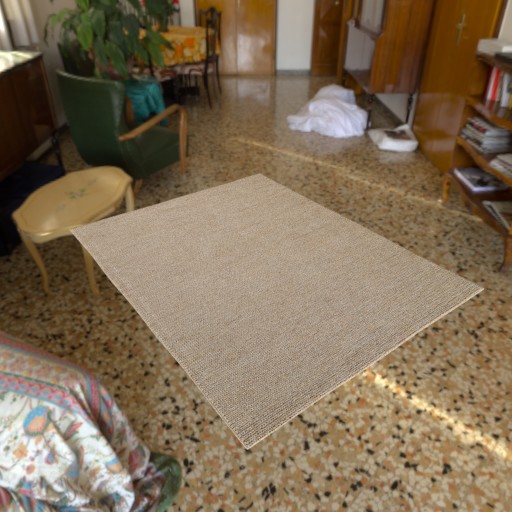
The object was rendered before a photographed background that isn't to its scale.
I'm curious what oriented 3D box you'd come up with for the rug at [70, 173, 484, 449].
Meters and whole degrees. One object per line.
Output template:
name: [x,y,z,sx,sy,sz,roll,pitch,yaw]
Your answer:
rug: [0.000,0.000,4.045,2.406,0.012,3.034,-22,39,-30]
